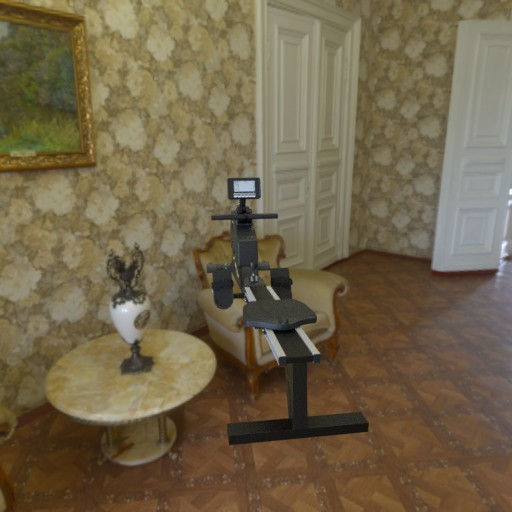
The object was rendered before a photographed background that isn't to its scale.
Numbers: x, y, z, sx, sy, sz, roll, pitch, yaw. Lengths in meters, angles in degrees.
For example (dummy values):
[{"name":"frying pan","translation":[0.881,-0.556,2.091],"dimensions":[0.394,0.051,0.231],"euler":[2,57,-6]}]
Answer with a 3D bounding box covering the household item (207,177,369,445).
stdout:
[{"name":"household item","translation":[0.000,0.000,2.595],"dimensions":[0.521,0.810,2.251],"euler":[-2,15,-8]}]
